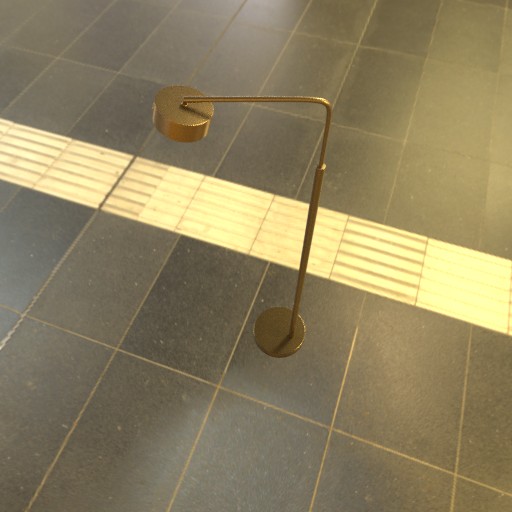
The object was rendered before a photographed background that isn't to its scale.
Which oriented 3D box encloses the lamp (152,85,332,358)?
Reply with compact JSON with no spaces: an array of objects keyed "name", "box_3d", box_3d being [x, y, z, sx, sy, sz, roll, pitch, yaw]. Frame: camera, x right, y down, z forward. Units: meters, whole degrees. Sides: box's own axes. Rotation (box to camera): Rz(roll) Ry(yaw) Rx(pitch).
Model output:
[{"name":"lamp","box_3d":[0.000,0.000,1.393,0.418,1.230,0.219,0,57,0]}]
